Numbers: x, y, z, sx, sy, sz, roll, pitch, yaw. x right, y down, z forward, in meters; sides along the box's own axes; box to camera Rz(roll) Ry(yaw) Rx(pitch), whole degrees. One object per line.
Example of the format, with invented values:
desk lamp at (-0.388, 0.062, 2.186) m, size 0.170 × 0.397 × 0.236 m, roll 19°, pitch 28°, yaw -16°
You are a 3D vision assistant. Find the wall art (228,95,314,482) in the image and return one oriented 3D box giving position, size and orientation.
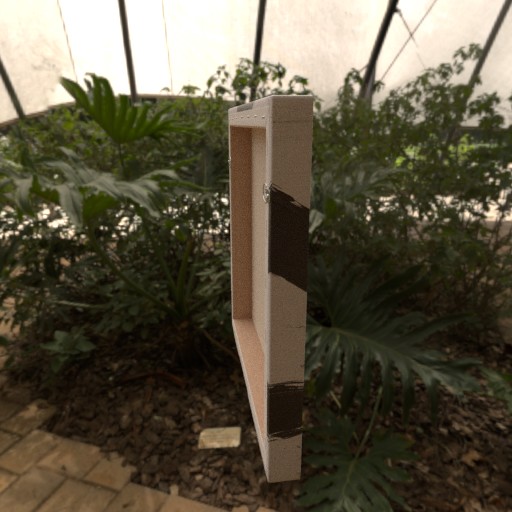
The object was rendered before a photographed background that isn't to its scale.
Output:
wall art at (0.000, 0.000, 0.783) m, size 0.050 × 0.508 × 0.507 m, roll -2°, pitch 17°, yaw -8°
